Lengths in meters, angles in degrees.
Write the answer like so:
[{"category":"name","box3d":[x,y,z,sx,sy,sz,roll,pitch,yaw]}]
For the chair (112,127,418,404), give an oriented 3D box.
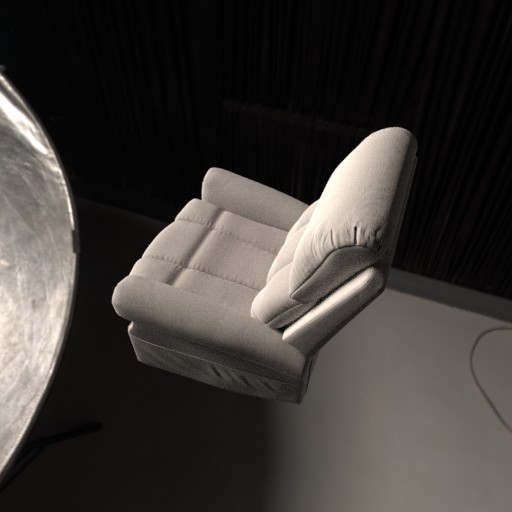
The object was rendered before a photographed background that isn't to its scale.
[{"category":"chair","box3d":[0.000,0.000,1.757,0.979,1.031,0.871,16,48,15]}]
